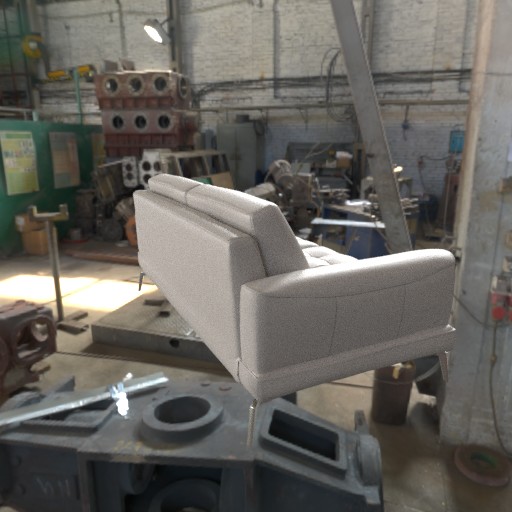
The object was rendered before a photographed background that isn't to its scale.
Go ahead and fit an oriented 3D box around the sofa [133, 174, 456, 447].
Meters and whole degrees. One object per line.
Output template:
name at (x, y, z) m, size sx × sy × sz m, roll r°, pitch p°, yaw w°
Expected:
sofa at (0.000, 0.000, 2.758) m, size 1.121 × 0.930 × 2.177 m, roll -7°, pitch 17°, yaw -25°
